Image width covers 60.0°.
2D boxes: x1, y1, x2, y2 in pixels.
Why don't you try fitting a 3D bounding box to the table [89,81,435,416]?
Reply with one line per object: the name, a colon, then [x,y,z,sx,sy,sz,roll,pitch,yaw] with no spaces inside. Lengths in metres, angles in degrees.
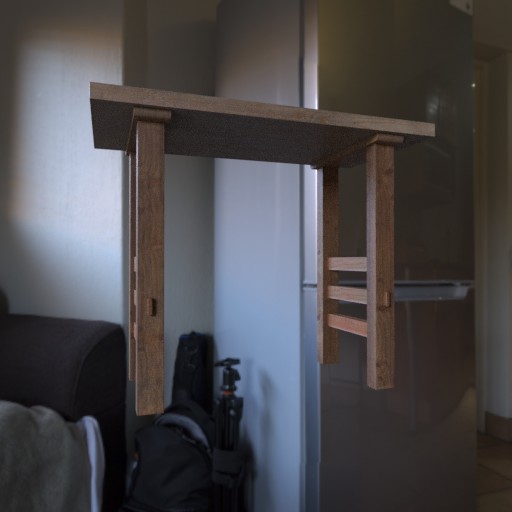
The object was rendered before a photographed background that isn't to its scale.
table: [0.000,0.000,1.609,1.119,0.914,0.556,0,-1,-19]
